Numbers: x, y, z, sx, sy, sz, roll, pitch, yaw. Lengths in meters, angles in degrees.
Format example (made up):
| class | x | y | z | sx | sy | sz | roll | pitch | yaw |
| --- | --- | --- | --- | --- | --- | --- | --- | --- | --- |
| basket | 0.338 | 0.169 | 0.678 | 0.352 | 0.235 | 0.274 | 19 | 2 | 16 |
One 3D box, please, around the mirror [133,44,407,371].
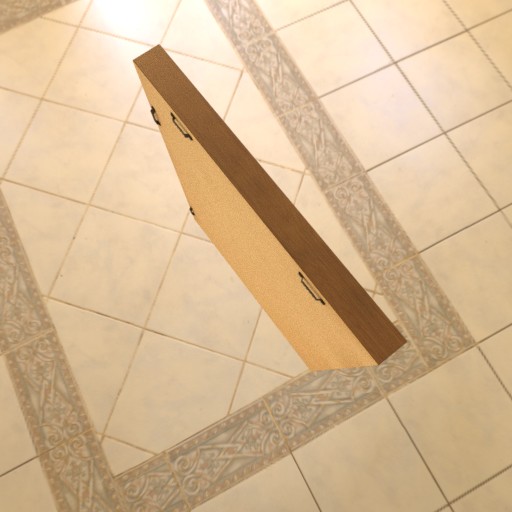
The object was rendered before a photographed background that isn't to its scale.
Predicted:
| class | x | y | z | sx | sy | sz | roll | pitch | yaw |
| --- | --- | --- | --- | --- | --- | --- | --- | --- | --- |
| mirror | 0.000 | 0.000 | 0.688 | 0.041 | 0.509 | 0.406 | -36 | 78 | -9 |
